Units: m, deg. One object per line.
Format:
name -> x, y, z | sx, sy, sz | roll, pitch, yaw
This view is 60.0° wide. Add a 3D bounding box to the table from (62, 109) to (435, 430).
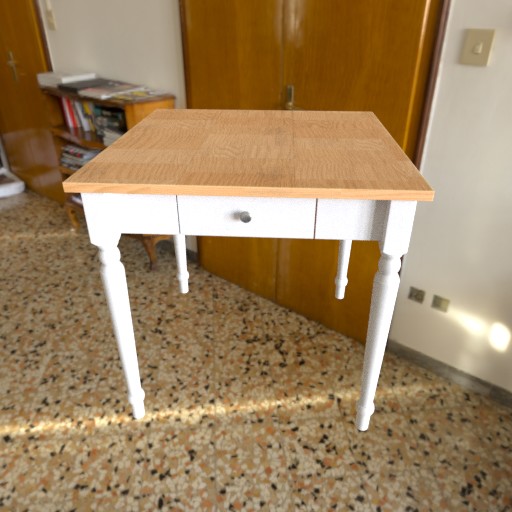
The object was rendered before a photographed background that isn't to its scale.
table -> 0.000, 0.000, 1.390 | 0.747, 0.738, 0.747 | 2, 30, 3
